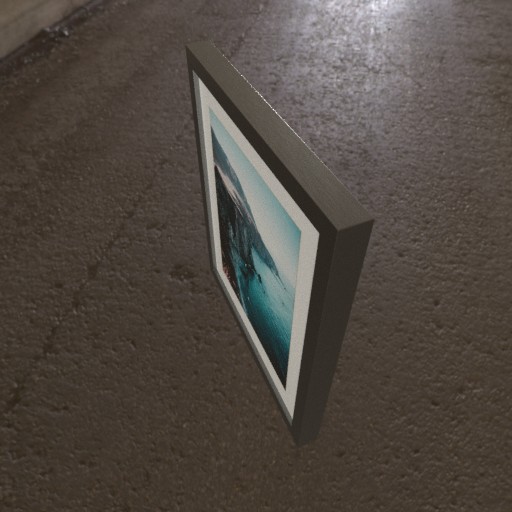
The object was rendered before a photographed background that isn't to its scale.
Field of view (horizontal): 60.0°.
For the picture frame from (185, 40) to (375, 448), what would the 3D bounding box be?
[{"bbox_3d":[0.000,0.000,1.355,0.073,0.968,0.839,-18,49,-16],"label":"picture frame"}]
